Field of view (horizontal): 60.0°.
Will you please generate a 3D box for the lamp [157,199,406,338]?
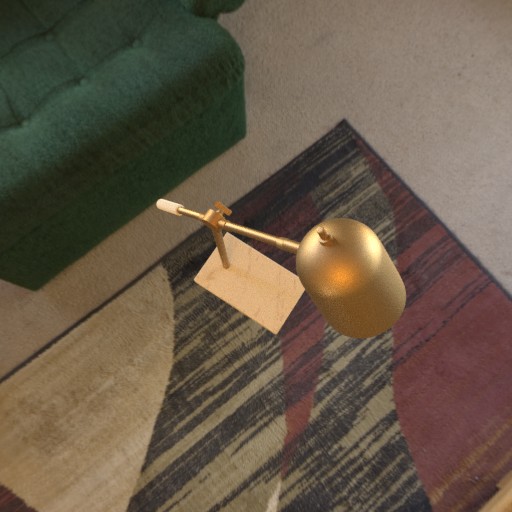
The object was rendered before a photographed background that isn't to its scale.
[{"bbox_3d":[0.000,0.000,0.803,0.471,0.603,0.144,32,78,8],"label":"lamp"}]
